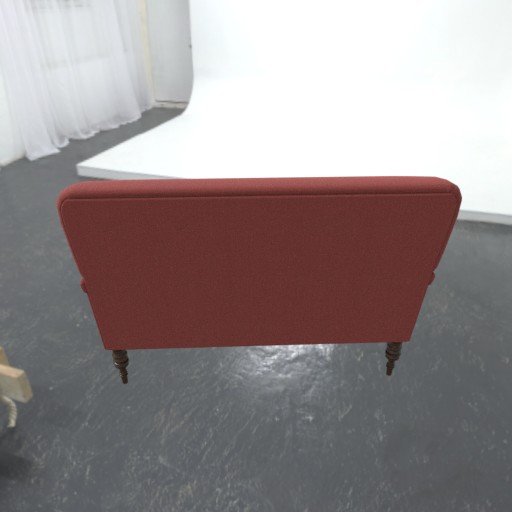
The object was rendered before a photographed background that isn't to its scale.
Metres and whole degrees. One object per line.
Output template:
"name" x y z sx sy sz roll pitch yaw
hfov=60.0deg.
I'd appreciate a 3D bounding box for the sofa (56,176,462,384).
"sofa" 0.000 0.000 1.803 1.297 0.889 0.779 -1 30 -2
